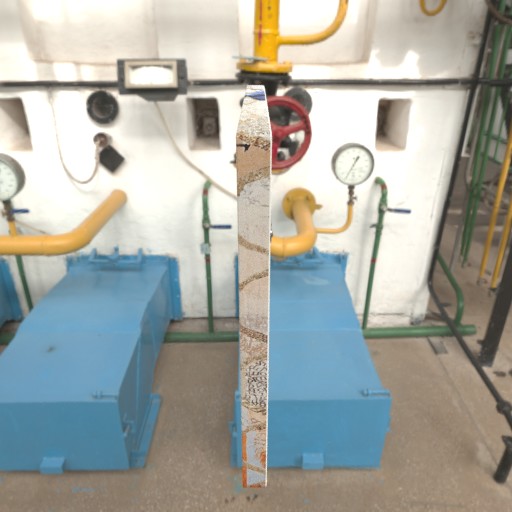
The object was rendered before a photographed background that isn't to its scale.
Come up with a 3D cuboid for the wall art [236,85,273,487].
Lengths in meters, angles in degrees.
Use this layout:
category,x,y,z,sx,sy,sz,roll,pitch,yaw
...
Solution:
category,x,y,z,sx,sy,sz,roll,pitch,yaw
wall art,0.000,0.000,0.762,0.038,0.508,0.507,0,26,0
